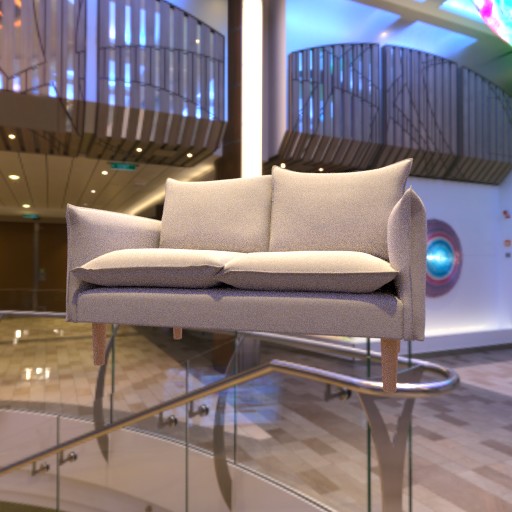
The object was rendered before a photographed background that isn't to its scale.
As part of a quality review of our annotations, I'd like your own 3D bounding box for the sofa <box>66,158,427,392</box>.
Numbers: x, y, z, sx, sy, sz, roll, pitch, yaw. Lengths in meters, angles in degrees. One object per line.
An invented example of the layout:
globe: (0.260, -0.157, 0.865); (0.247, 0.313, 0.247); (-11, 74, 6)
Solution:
sofa: (0.000, 0.000, 1.818); (1.300, 0.840, 0.820); (0, -1, 19)
